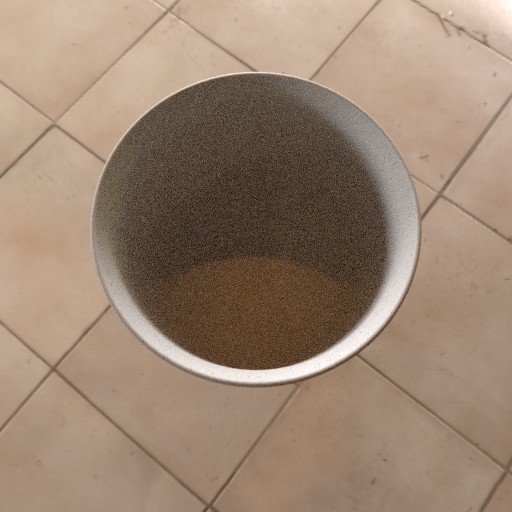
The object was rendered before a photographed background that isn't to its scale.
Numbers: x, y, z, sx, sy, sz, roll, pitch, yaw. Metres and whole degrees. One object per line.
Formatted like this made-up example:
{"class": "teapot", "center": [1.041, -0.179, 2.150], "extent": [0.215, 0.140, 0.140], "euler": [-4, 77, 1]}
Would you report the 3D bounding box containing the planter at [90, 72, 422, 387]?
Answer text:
{"class": "planter", "center": [0.000, 0.000, 0.486], "extent": [0.268, 0.270, 0.268], "euler": [0, 76, 0]}
